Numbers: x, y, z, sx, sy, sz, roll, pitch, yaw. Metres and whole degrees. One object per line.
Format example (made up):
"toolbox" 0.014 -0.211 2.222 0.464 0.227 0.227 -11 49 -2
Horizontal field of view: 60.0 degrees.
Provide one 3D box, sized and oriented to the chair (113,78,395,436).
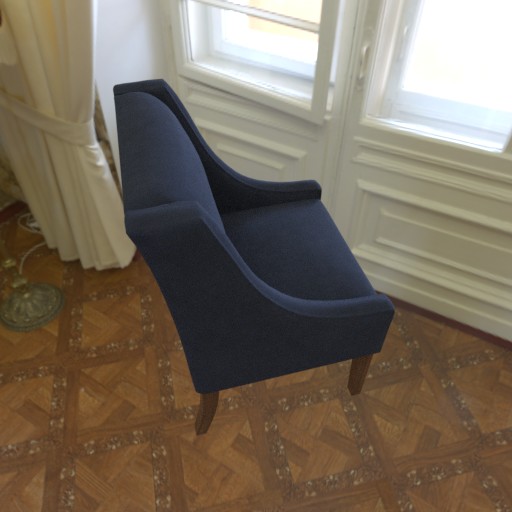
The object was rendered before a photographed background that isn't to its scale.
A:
"chair" 0.000 0.000 1.335 0.629 0.895 0.629 -11 46 -10
